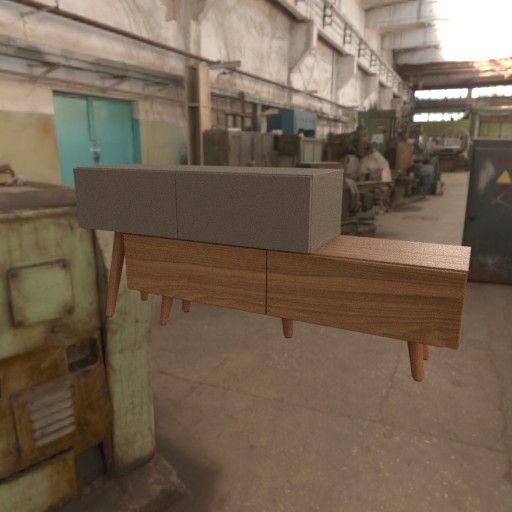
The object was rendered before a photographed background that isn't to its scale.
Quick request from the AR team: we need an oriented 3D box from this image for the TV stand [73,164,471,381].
[{"bbox_3d":[0.000,0.000,1.546,1.336,0.591,0.329,7,16,26],"label":"TV stand"}]
